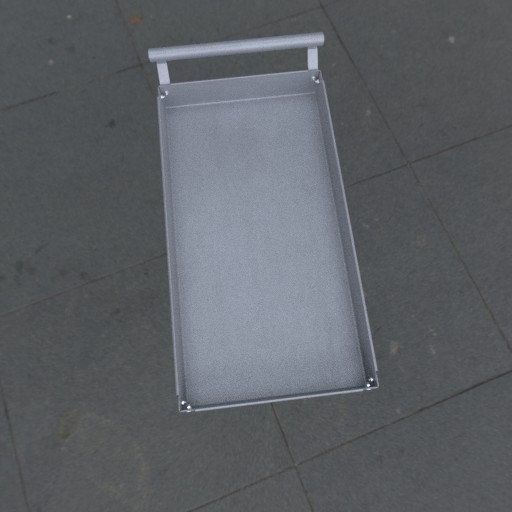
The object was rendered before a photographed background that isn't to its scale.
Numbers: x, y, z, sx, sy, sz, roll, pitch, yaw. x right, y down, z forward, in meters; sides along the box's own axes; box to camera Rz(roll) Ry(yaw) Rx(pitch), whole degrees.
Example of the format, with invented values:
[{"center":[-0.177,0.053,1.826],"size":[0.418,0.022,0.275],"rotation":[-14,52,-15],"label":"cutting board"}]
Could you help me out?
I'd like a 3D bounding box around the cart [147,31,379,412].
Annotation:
[{"center":[0.000,0.000,1.188],"size":[0.366,0.780,0.719],"rotation":[-6,74,-2],"label":"cart"}]
